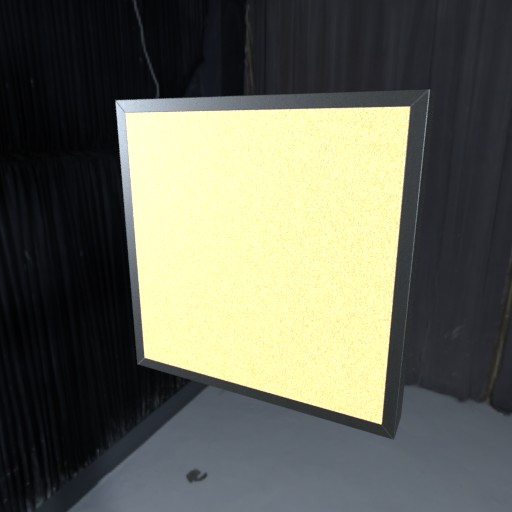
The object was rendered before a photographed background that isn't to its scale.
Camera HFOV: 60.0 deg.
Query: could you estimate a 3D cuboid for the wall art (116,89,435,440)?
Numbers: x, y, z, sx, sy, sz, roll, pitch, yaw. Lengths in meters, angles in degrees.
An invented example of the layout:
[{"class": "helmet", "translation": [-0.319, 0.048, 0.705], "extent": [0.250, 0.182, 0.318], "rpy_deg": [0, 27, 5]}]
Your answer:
[{"class": "wall art", "translation": [0.000, 0.000, 0.448], "extent": [0.304, 0.304, 0.038], "rpy_deg": [8, 18, 26]}]
